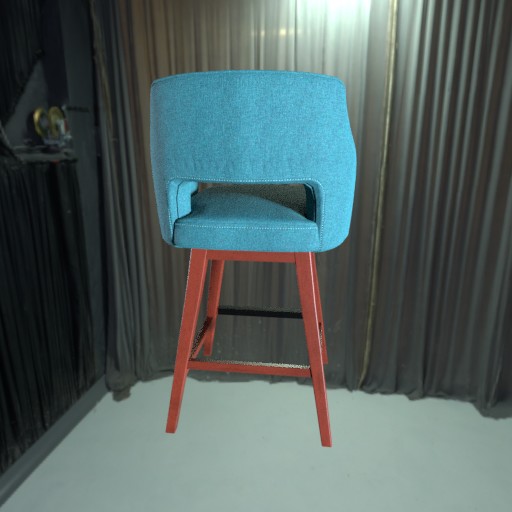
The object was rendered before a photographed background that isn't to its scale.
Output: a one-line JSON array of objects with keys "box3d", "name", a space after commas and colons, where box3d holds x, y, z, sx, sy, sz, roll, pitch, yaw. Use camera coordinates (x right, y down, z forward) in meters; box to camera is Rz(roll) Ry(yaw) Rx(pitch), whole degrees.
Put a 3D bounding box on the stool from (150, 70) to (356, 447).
[{"box3d": [0.000, 0.000, 1.309, 0.548, 0.961, 0.556, 2, 16, 7], "name": "stool"}]
